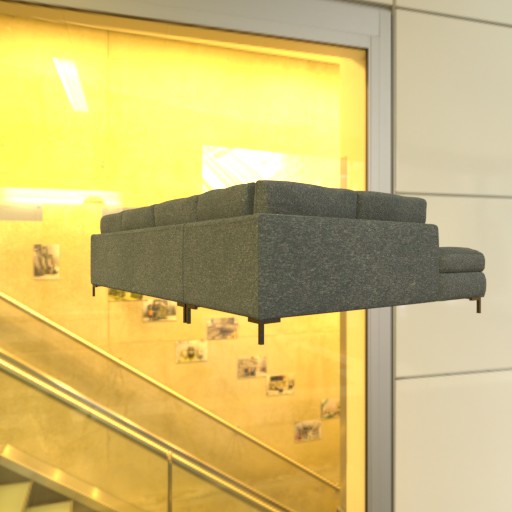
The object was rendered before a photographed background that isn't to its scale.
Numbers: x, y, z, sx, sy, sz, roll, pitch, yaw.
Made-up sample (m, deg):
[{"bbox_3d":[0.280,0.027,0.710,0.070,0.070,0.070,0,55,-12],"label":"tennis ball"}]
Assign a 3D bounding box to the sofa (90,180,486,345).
[{"bbox_3d":[0.000,0.000,3.798,2.007,0.815,2.949,0,0,-35],"label":"sofa"}]
